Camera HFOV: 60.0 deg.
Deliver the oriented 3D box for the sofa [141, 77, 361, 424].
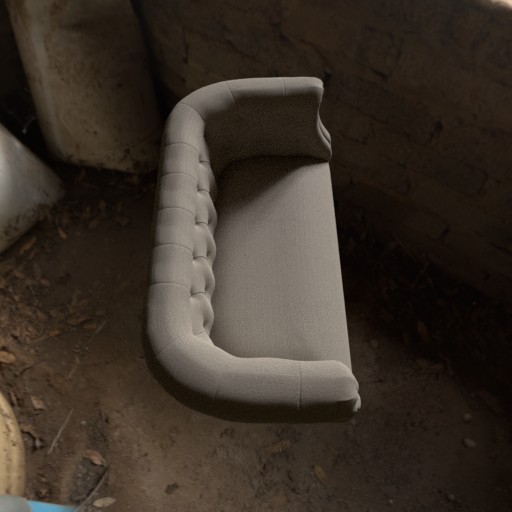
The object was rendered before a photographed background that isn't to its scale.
[{"bbox_3d":[0.000,0.000,2.075,0.835,0.827,1.558,0,62,0],"label":"sofa"}]
